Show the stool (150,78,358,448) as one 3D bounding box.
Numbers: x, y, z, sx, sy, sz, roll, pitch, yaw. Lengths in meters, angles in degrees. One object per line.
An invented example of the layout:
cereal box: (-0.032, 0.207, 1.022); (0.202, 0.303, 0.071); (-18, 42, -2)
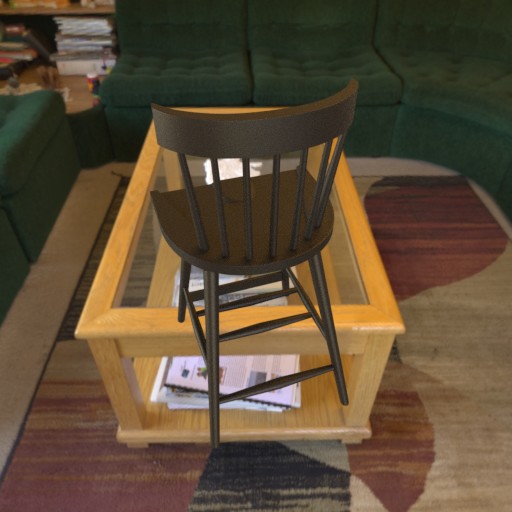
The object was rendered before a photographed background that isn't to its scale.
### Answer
stool: (0.000, 0.000, 1.265); (0.494, 0.953, 0.549); (-12, 42, -14)
